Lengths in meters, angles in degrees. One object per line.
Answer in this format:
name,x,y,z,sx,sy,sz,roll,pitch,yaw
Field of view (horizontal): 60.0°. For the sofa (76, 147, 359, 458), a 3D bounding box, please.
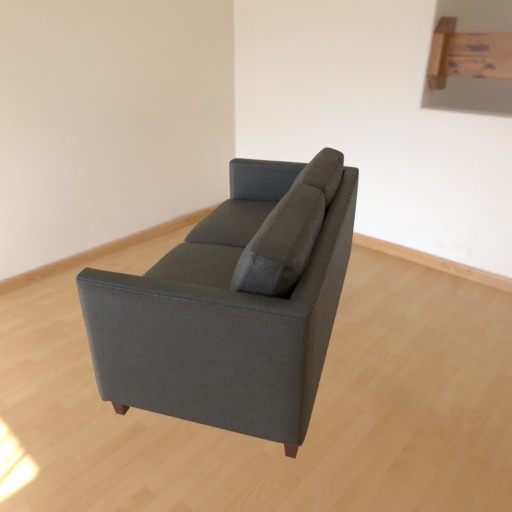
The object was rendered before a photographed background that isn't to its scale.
sofa,0.000,0.000,2.495,0.951,0.933,1.883,8,28,15
